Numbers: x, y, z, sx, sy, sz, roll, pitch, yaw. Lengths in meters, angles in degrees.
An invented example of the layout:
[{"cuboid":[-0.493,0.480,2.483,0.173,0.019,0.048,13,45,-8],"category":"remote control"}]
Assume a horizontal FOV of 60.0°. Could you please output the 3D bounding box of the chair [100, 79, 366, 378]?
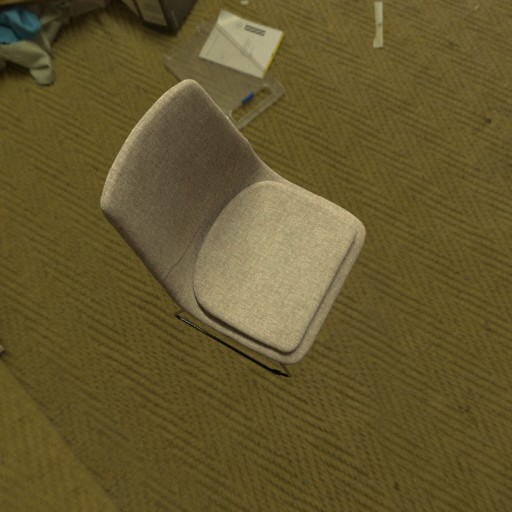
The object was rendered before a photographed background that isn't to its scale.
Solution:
[{"cuboid":[0.000,0.000,1.181,0.518,0.858,0.479,28,77,7],"category":"chair"}]
